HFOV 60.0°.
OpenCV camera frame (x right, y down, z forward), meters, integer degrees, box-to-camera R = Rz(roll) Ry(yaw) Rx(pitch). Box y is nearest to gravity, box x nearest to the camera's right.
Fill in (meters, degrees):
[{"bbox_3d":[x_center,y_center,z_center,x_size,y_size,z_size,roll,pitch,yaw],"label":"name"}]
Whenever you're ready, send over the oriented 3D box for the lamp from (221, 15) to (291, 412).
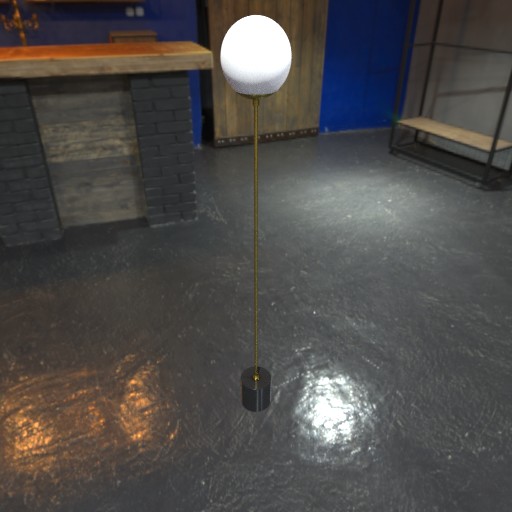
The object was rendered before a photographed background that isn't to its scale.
[{"bbox_3d":[0.000,0.000,1.830,0.229,1.748,0.229,-9,33,-14],"label":"lamp"}]
